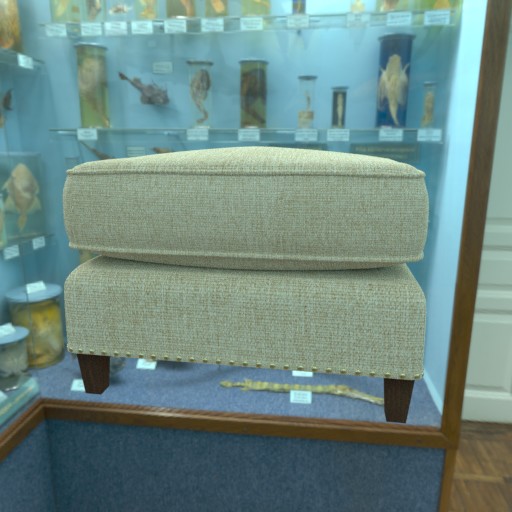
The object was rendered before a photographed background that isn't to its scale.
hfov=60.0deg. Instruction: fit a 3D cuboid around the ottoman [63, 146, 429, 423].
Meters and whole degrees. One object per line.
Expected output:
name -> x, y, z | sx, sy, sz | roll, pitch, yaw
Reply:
ottoman -> 0.000, 0.000, 1.117 | 0.738, 0.537, 0.589 | 2, 14, 9
